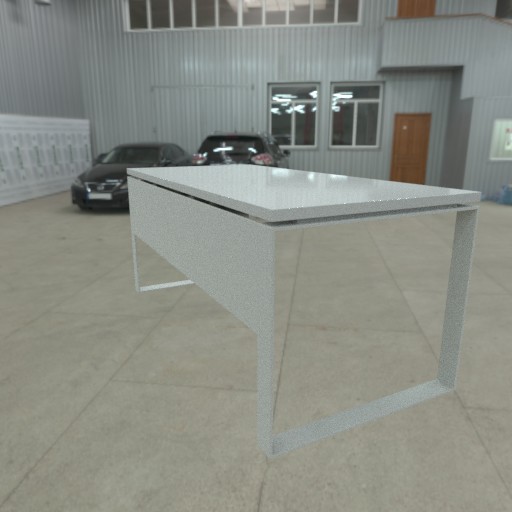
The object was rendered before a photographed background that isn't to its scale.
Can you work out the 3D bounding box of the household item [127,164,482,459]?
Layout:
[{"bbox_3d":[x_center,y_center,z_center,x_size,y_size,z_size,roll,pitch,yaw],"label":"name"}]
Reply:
[{"bbox_3d":[0.000,0.000,2.115,0.800,0.745,1.700,-8,17,-27],"label":"household item"}]
